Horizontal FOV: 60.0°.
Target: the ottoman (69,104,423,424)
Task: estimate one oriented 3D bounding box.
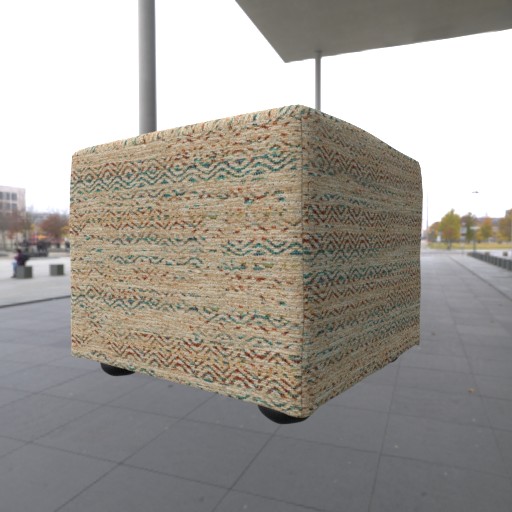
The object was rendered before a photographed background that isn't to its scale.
[{"bbox_3d":[0.000,0.000,0.888,0.521,0.453,0.512,1,2,36],"label":"ottoman"}]
